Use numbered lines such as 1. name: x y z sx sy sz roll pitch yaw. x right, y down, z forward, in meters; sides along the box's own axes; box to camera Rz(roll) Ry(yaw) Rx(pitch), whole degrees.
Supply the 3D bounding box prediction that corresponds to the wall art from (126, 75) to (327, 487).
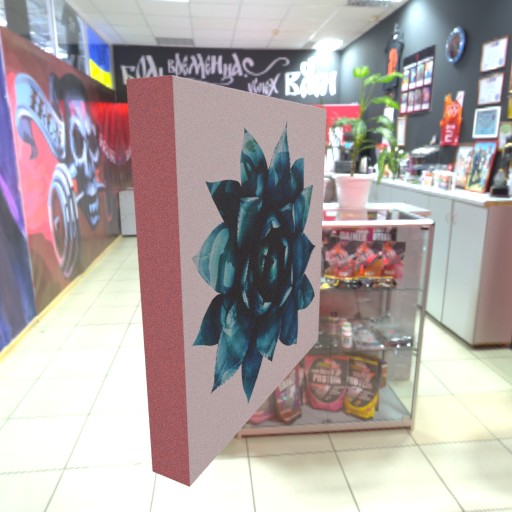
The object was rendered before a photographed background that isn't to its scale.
1. wall art: 0.000 0.000 0.453 0.038 0.305 0.305 7 16 26
